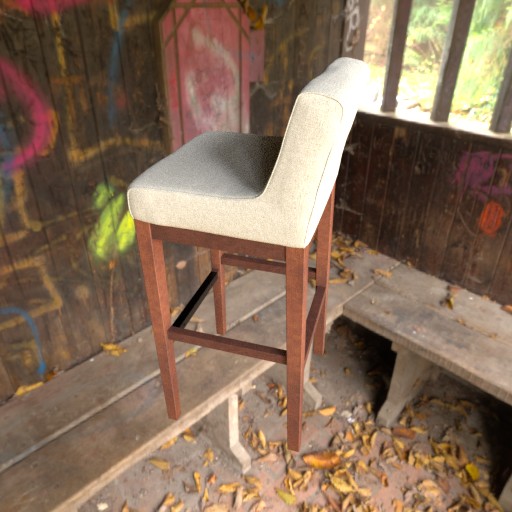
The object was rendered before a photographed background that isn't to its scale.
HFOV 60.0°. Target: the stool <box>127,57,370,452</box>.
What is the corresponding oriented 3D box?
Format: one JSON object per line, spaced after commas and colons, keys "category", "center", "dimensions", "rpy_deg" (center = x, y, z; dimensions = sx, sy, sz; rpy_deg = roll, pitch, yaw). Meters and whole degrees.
{"category": "stool", "center": [0.000, 0.000, 1.298], "dimensions": [0.500, 1.037, 0.511], "rpy_deg": [9, 32, 14]}
